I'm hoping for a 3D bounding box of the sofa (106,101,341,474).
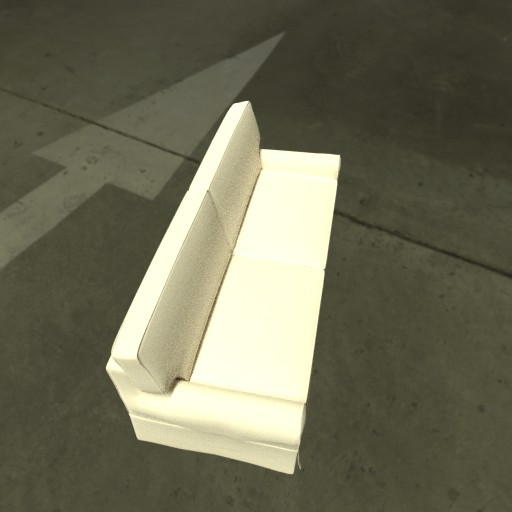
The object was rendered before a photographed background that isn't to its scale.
[{"bbox_3d":[0.000,0.000,2.557,0.862,0.937,2.021,9,48,8],"label":"sofa"}]
